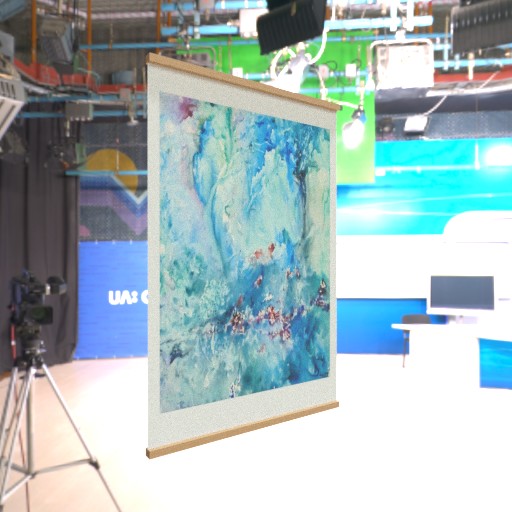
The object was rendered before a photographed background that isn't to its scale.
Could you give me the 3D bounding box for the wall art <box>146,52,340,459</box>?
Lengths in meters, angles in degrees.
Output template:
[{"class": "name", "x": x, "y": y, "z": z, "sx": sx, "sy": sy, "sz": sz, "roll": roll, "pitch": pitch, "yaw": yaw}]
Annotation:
[{"class": "wall art", "x": 0.000, "y": 0.000, "z": 0.787, "sx": 0.401, "sy": 0.611, "sz": 0.016, "roll": 0, "pitch": 0, "yaw": -35}]
